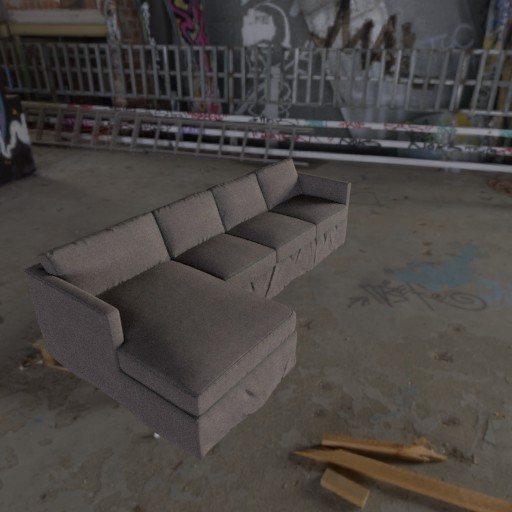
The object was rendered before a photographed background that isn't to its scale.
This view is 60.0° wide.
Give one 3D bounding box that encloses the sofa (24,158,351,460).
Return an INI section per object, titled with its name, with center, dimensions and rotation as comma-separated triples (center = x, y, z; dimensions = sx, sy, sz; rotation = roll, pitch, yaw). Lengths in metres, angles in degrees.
[sofa]
center = 0.000, 0.000, 3.848
dimensions = 1.650, 0.922, 3.205
rotation = 19, 32, 32
